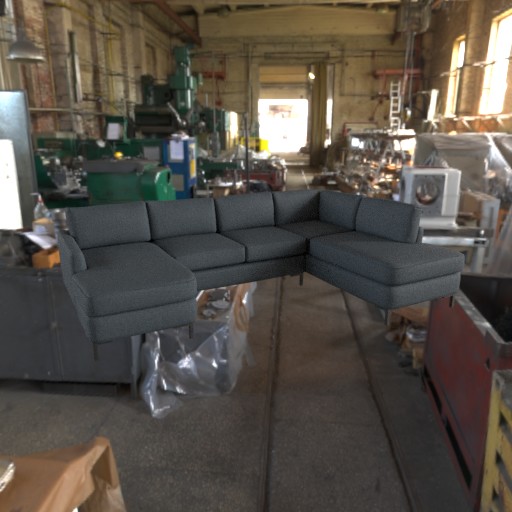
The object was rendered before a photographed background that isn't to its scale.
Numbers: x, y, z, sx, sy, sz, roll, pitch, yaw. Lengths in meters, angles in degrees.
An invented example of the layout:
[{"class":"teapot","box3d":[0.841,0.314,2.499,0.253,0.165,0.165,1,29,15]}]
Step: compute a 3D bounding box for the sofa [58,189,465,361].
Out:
[{"class":"sofa","box3d":[0.000,0.000,3.837,2.975,0.858,1.984,-8,18,-28]}]
